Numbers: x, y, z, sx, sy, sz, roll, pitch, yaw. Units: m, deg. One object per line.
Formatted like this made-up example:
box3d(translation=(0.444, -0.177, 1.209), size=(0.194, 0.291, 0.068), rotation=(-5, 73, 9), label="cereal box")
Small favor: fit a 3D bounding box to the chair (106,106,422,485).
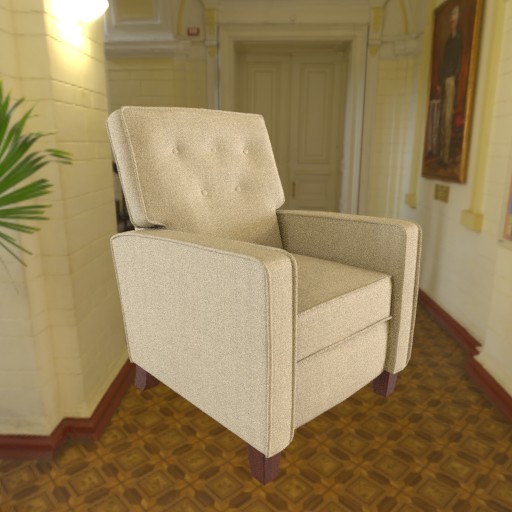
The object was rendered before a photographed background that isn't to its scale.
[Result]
box3d(translation=(0.000, 0.000, 1.363), size=(0.648, 0.888, 0.754), rotation=(-13, 19, -42), label="chair")
